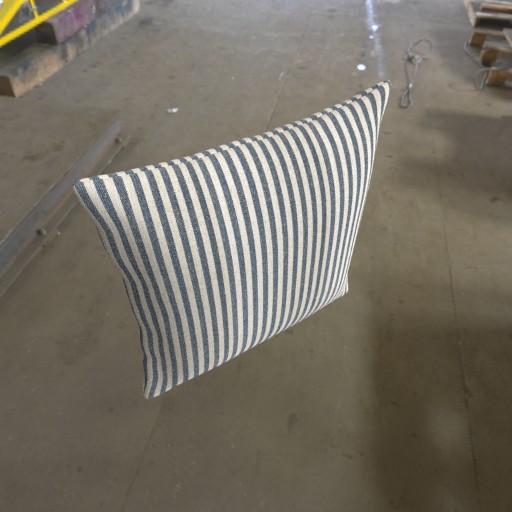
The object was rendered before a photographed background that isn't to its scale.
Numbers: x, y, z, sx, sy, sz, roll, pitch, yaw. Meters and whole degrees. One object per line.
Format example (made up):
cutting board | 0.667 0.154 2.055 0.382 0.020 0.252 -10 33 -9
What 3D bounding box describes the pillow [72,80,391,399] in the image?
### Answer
pillow | 0.000 0.000 0.792 0.523 0.510 0.166 -25 50 -22
